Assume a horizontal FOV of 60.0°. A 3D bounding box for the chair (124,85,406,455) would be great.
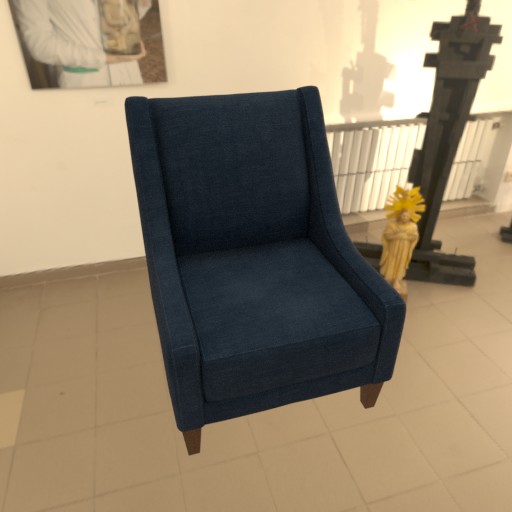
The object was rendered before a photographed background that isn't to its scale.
[{"bbox_3d":[0.000,0.000,1.622,0.774,1.014,0.870,-9,32,-14],"label":"chair"}]
